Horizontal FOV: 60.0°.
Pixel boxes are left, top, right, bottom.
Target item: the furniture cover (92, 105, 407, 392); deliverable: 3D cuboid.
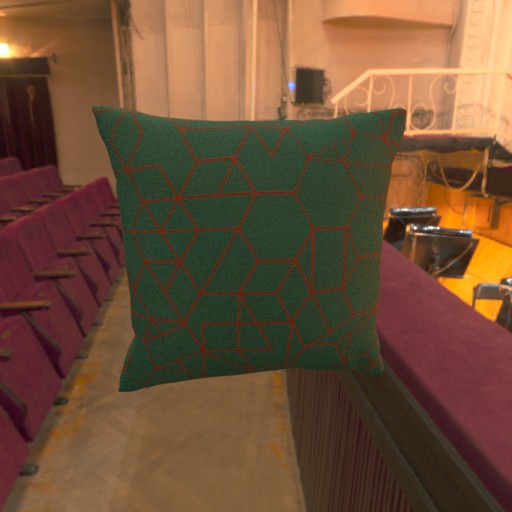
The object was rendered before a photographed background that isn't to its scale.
[{"bbox_3d":[0.000,0.000,0.791,0.517,0.508,0.158,-2,16,-8],"label":"furniture cover"}]
